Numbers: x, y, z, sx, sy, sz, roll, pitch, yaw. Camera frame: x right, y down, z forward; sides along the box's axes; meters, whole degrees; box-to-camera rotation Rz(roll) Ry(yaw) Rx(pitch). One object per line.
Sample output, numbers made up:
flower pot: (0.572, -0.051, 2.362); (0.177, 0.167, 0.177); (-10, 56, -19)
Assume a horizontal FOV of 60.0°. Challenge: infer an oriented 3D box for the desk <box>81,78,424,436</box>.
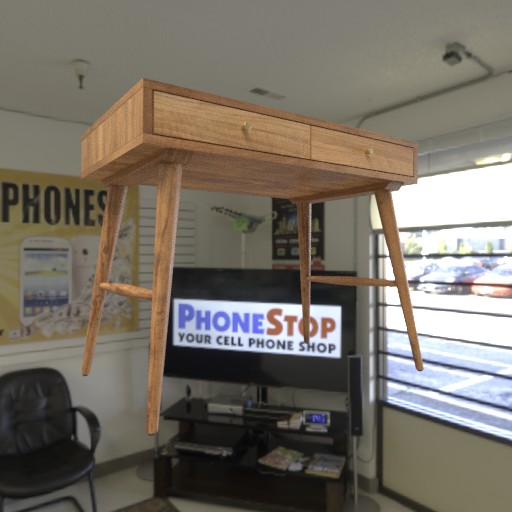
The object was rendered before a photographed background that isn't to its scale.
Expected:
desk: (0.000, 0.000, 1.431); (0.949, 0.758, 0.588); (0, 0, -35)
